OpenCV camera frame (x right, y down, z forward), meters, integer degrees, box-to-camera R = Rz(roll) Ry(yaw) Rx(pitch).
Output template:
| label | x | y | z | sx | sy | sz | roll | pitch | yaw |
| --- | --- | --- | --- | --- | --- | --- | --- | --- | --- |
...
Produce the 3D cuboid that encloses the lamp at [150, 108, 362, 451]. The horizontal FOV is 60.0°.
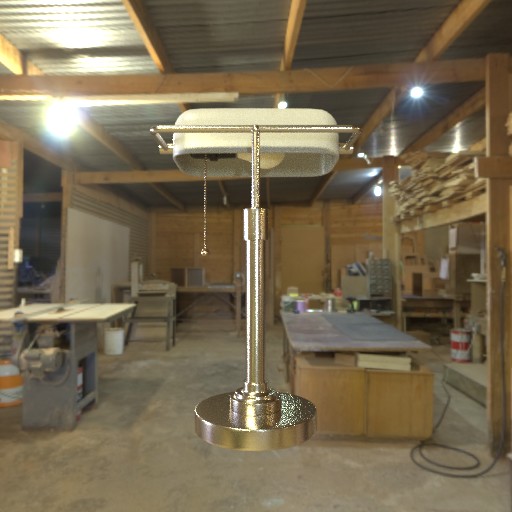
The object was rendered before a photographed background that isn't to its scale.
| label | x | y | z | sx | sy | sz | roll | pitch | yaw |
| --- | --- | --- | --- | --- | --- | --- | --- | --- | --- |
| lamp | 0.000 | 0.000 | 0.570 | 0.269 | 0.404 | 0.227 | 0 | -1 | 0 |
